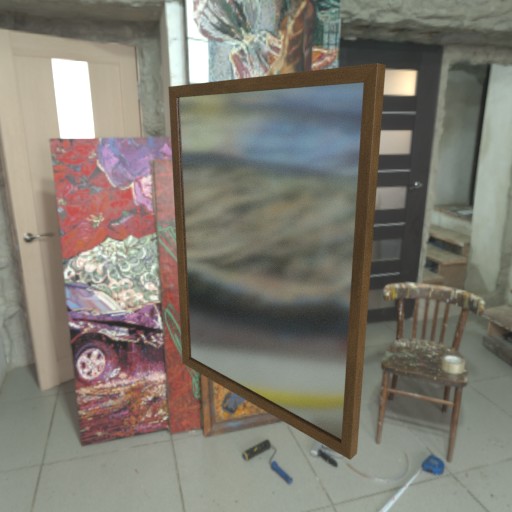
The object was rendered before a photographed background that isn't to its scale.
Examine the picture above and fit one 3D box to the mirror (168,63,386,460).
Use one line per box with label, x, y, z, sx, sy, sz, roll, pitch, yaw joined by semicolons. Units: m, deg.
mirror;0.000;0.000;1.356;0.762;1.016;0.040;15;21;42
